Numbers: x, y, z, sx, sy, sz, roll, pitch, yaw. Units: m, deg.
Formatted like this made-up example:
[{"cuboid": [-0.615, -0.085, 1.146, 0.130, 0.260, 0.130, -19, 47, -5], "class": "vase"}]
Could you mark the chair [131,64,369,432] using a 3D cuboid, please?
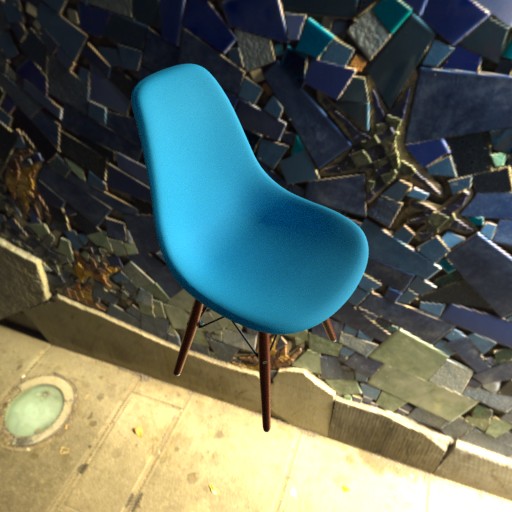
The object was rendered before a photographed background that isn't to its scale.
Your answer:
[{"cuboid": [0.000, 0.000, 1.143, 0.533, 0.826, 0.470, 25, 47, 26], "class": "chair"}]
